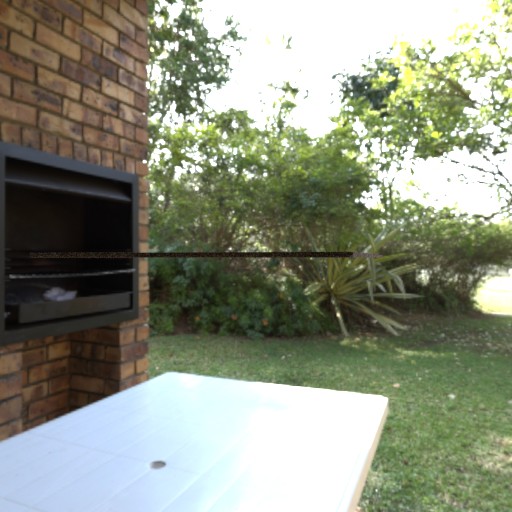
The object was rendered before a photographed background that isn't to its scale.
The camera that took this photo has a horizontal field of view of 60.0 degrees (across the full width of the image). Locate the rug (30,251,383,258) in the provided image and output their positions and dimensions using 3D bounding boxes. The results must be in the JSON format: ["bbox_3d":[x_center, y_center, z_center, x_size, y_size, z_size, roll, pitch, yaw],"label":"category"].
[{"bbox_3d":[0.000,0.000,3.490,1.802,0.026,2.699,0,0,19],"label":"rug"}]
